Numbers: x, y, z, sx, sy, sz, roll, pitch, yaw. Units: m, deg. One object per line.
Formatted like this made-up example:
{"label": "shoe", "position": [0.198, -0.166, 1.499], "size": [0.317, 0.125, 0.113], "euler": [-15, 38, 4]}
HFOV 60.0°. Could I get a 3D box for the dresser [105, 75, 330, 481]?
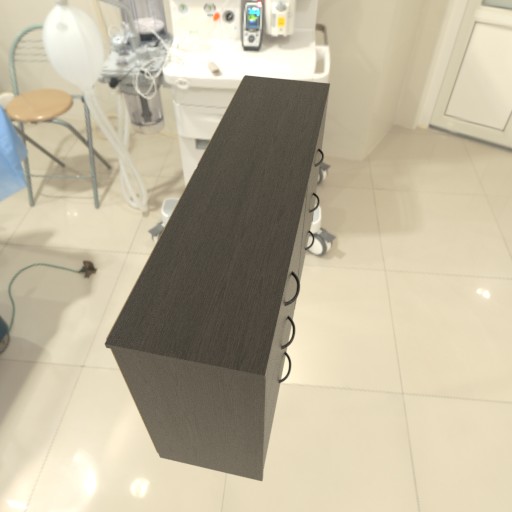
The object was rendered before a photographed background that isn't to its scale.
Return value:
{"label": "dresser", "position": [0.000, 0.000, 1.686], "size": [0.401, 0.755, 1.360], "euler": [9, 47, 8]}
